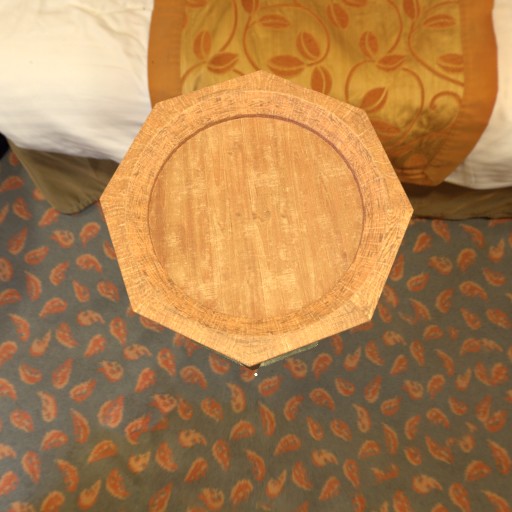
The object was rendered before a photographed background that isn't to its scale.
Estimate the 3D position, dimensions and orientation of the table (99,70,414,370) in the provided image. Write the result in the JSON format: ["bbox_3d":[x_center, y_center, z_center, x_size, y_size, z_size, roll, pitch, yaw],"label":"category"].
[{"bbox_3d":[0.000,0.000,0.881,0.437,0.553,0.437,-42,79,-10],"label":"table"}]
